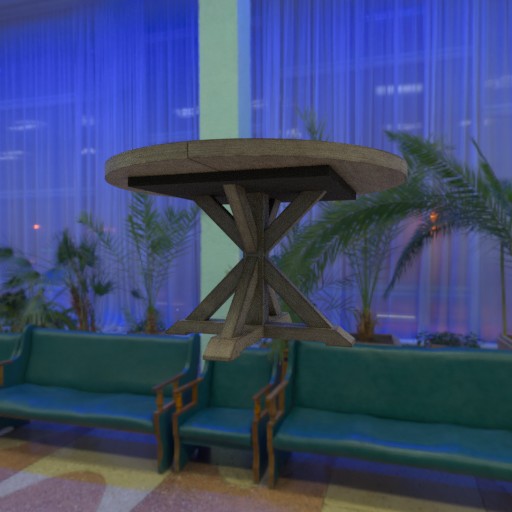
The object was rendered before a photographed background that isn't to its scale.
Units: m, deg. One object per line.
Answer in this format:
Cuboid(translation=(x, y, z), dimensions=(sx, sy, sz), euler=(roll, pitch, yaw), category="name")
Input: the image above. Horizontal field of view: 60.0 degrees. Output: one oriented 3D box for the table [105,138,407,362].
Cuboid(translation=(0.000, 0.000, 2.108), dimensions=(1.363, 0.781, 1.363), euler=(0, 1, 0), category="table")
